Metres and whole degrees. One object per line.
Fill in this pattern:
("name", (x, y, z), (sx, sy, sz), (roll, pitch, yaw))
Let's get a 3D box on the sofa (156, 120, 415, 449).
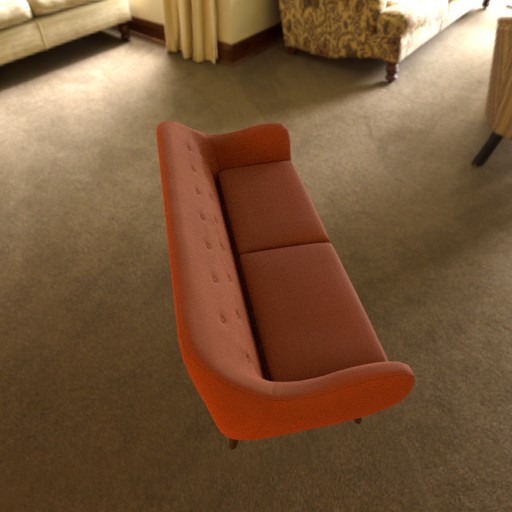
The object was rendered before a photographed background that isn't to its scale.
("sofa", (0.000, 0.000, 2.260), (0.820, 0.836, 1.840), (-9, 46, -8))
